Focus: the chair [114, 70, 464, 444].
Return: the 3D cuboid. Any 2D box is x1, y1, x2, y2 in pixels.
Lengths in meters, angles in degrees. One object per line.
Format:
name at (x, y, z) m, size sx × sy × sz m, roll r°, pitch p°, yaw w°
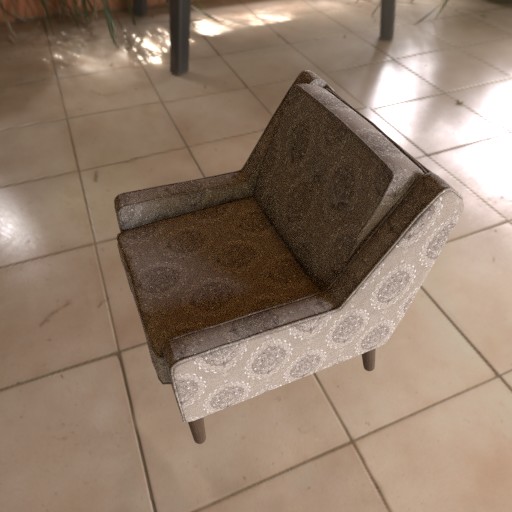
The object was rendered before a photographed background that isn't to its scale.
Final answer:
chair at (0.000, 0.000, 1.326) m, size 0.750 × 0.797 × 0.665 m, roll -17°, pitch 49°, yaw -16°
